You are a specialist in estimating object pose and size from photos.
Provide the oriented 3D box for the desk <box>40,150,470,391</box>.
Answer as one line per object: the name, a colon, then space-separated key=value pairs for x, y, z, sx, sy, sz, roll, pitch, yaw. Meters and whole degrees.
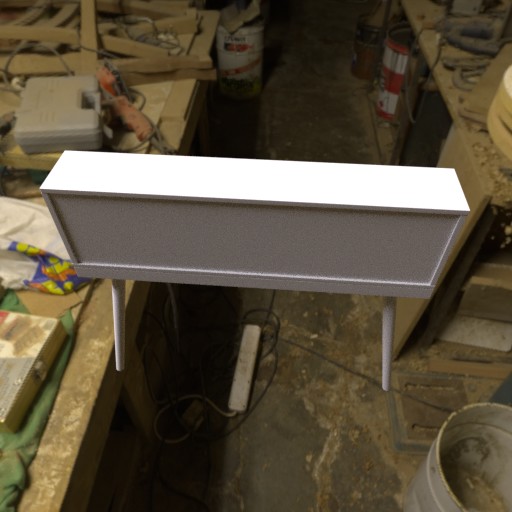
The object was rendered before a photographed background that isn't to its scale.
desk: x=0.000 y=0.000 z=1.758 sx=1.199 sy=0.990 sz=0.559 roll=3 pitch=47 yaw=3
